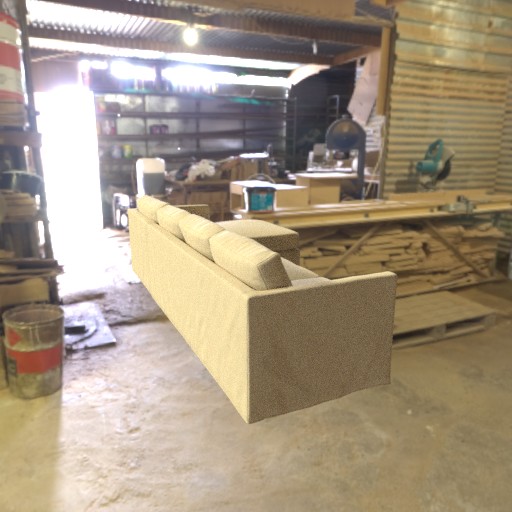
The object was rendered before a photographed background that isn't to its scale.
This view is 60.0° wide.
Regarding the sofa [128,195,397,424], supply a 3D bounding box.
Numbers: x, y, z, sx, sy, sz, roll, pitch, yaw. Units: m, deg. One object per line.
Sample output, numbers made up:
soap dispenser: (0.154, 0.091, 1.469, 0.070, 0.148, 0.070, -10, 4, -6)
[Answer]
sofa: (0.000, 0.000, 3.861, 1.622, 0.871, 3.206, -7, 16, -25)
